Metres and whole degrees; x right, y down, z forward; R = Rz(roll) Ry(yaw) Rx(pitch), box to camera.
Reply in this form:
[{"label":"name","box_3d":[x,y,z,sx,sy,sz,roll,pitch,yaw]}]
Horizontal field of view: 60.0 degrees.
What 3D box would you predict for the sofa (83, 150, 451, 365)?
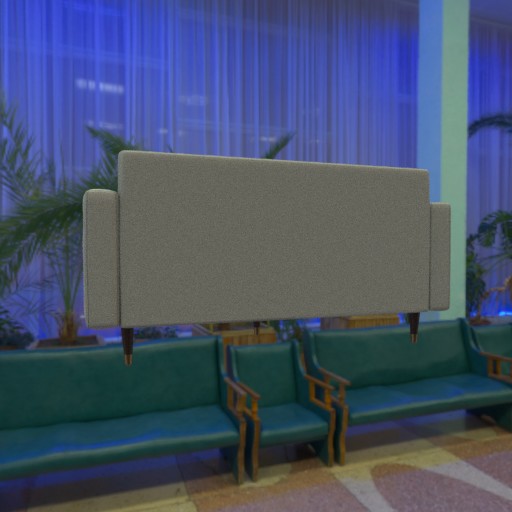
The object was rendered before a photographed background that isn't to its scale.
[{"label":"sofa","box_3d":[0.000,0.000,2.233,1.585,0.801,0.950,0,1,-18]}]
